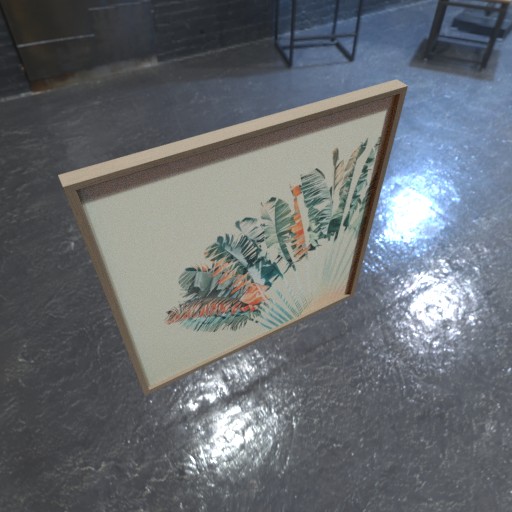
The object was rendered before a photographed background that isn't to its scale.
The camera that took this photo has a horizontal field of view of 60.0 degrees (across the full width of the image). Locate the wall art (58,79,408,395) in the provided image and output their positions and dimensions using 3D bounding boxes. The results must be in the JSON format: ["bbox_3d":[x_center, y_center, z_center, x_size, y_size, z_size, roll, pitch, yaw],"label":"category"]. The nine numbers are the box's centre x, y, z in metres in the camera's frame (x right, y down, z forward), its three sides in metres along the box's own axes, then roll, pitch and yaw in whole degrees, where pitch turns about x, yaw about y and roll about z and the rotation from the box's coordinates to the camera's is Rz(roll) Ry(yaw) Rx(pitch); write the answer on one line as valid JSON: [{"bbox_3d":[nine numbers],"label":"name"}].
[{"bbox_3d":[0.000,0.000,1.157,0.761,0.758,0.038,-22,50,-20],"label":"wall art"}]
